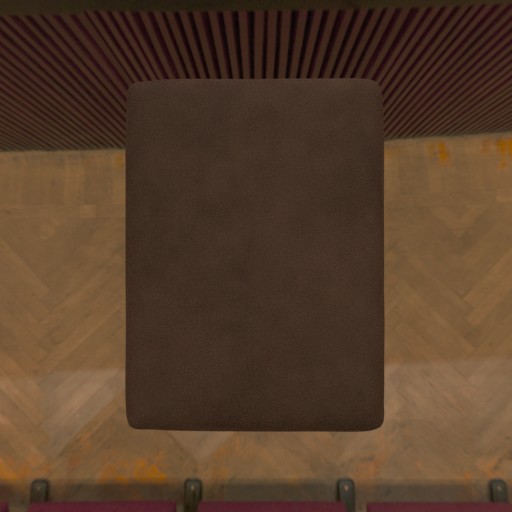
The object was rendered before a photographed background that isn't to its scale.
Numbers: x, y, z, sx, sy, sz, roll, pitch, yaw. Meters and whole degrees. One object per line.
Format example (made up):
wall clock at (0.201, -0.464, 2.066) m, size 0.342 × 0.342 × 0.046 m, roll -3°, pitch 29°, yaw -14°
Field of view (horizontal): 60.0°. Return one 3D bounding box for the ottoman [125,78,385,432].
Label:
ottoman at (0.000, 0.000, 1.144) m, size 0.574 × 0.497 × 0.773 m, roll 0°, pitch 90°, yaw 1°
